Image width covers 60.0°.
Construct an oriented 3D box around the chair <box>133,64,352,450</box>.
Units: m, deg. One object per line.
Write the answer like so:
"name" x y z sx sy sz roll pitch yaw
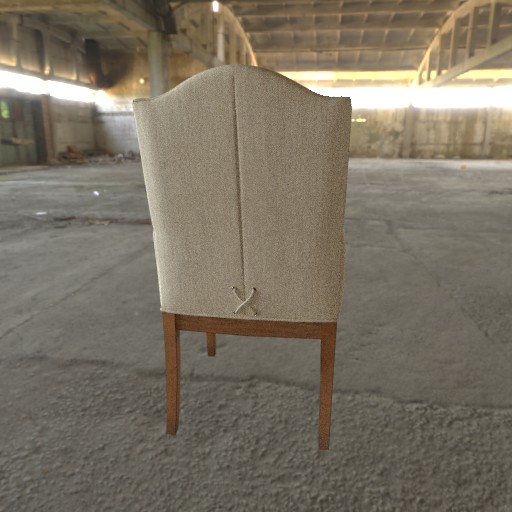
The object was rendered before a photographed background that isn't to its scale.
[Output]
"chair" 0.000 0.000 1.373 0.533 1.016 0.641 2 15 8
